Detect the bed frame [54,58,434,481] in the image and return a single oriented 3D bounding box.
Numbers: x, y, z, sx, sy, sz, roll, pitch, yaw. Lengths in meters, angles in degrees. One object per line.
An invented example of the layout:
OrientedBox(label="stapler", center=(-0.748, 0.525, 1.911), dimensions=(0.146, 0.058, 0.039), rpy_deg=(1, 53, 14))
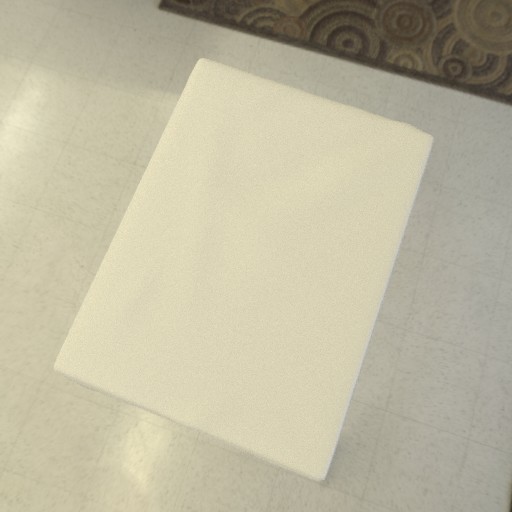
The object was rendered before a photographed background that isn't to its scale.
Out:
OrientedBox(label="bed frame", center=(0.000, 0.000, 2.811), dimensions=(1.584, 0.667, 2.151), rpy_deg=(20, 78, 5))
